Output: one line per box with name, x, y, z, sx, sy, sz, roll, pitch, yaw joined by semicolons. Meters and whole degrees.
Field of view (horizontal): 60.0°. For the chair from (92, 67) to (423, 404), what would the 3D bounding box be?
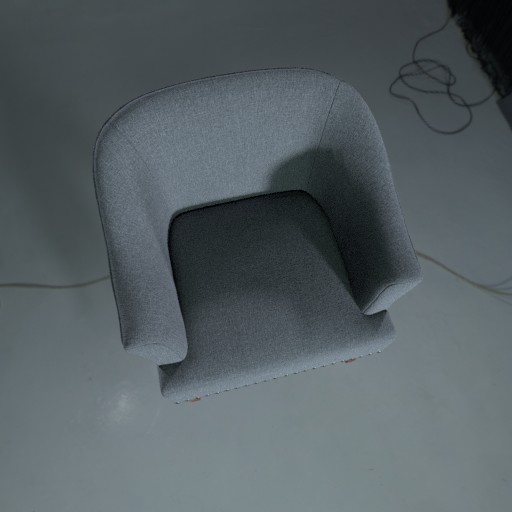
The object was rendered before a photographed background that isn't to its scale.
chair;0.000;0.000;1.386;0.798;0.815;0.704;-13;65;-6
